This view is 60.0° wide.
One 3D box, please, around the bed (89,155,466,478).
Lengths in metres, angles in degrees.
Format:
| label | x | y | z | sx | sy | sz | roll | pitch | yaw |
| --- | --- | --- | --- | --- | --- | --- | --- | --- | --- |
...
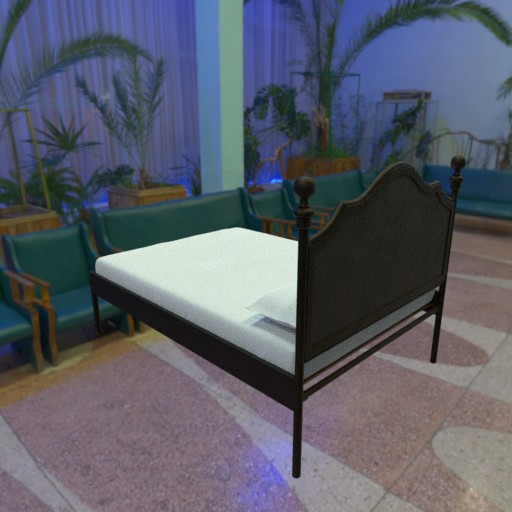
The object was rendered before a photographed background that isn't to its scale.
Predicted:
| label | x | y | z | sx | sy | sz | roll | pitch | yaw |
| --- | --- | --- | --- | --- | --- | --- | --- | --- | --- |
| bed | 0.000 | 0.000 | 3.256 | 1.642 | 1.499 | 2.224 | -16 | 23 | -42 |
